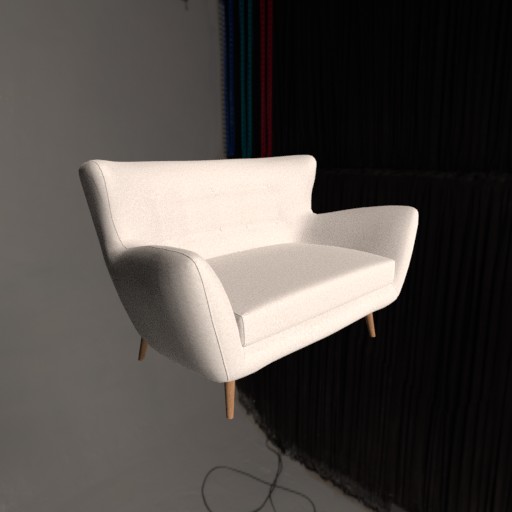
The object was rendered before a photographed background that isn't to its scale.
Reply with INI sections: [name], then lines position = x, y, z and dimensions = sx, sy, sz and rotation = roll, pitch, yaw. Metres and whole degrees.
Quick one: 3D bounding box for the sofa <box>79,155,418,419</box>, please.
[sofa]
position = 0.000, 0.000, 2.028
dimensions = 0.921, 0.878, 1.424
rotation = 13, 19, 43
